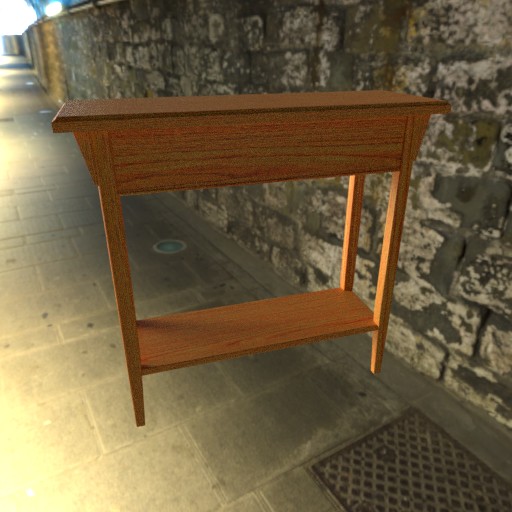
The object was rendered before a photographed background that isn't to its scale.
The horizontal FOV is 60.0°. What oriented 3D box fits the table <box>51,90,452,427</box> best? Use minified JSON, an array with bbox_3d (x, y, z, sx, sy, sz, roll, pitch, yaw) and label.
[{"bbox_3d":[0.000,0.000,1.068,0.762,0.711,0.254,-8,27,-15],"label":"table"}]
